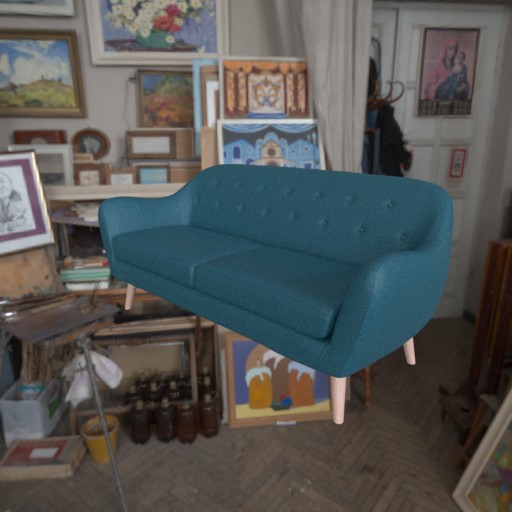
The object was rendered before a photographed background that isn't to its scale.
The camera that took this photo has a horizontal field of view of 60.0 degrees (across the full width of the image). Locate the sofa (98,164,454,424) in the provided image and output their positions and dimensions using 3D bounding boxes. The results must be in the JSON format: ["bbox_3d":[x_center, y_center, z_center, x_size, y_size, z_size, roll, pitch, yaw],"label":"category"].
[{"bbox_3d":[0.000,0.000,2.262,1.840,0.836,0.820,15,22,43],"label":"sofa"}]
